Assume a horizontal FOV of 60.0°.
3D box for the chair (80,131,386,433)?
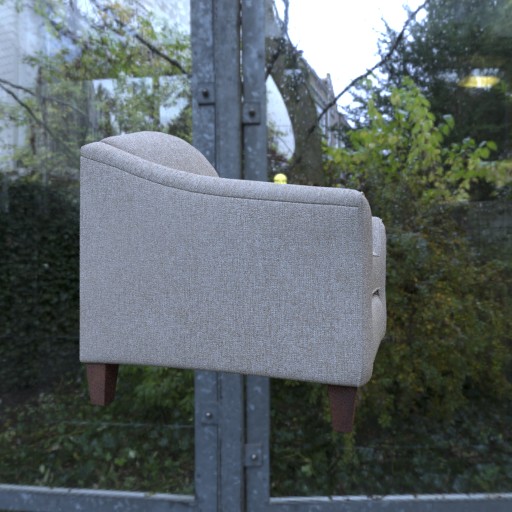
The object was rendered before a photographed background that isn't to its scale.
[{"bbox_3d":[0.000,0.000,1.444,0.787,0.839,0.763,0,0,19],"label":"chair"}]
